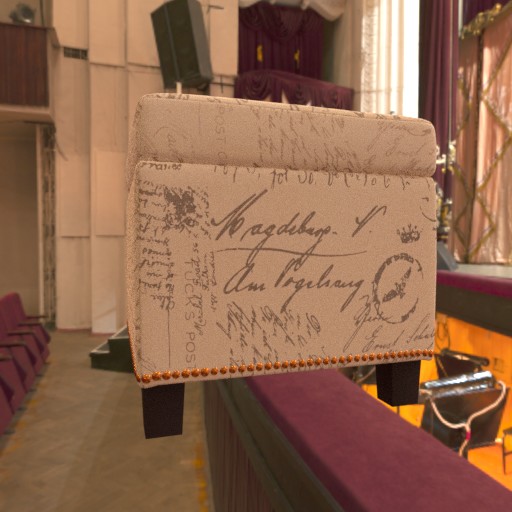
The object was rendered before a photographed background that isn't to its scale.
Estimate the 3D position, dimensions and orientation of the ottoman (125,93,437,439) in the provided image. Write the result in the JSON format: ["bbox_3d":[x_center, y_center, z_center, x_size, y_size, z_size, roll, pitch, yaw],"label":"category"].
[{"bbox_3d":[0.000,0.000,0.811,0.450,0.457,0.449,-1,2,-18],"label":"ottoman"}]
